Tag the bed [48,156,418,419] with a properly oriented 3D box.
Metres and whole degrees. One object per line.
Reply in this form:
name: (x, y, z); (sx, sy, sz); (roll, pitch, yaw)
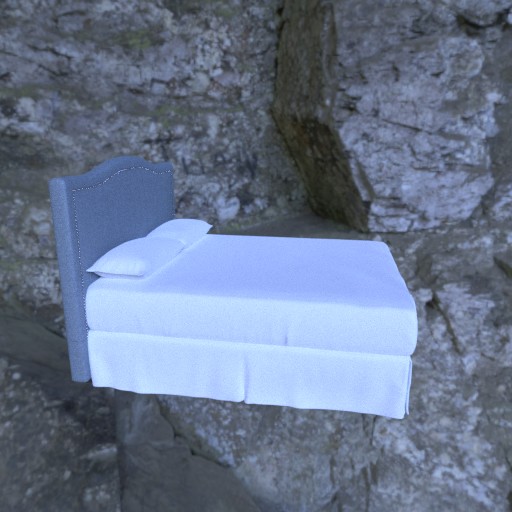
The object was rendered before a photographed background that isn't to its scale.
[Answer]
bed: (0.000, 0.000, 3.348); (2.143, 1.460, 1.753); (3, 15, 10)
